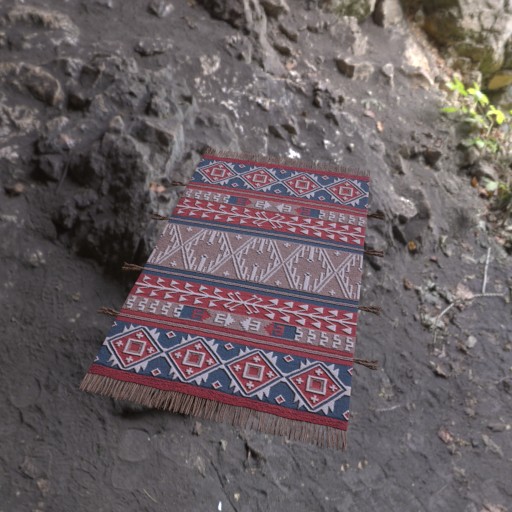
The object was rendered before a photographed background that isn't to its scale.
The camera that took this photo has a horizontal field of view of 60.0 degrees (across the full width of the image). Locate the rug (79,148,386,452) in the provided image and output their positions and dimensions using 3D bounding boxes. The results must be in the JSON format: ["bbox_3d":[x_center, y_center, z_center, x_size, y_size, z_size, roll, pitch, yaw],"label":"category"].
[{"bbox_3d":[0.000,0.000,2.607,1.469,0.040,2.025,10,48,9],"label":"rug"}]
